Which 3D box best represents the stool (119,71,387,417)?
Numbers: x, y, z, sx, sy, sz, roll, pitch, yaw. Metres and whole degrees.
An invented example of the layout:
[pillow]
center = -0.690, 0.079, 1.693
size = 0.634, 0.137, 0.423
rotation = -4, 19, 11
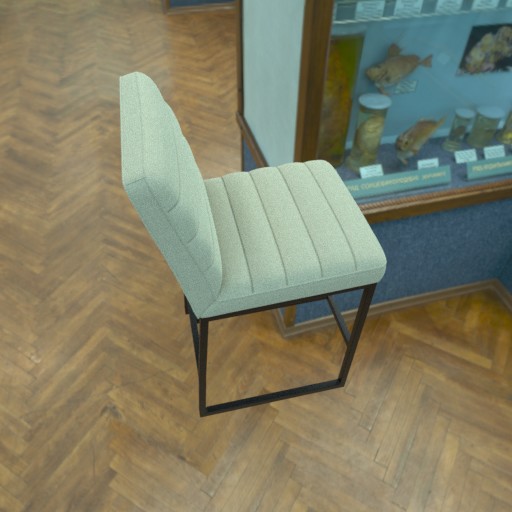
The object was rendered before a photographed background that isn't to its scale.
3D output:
[stool]
center = 0.000, 0.000, 1.263
size = 0.560, 0.940, 0.460
rotation = -9, 47, -9
